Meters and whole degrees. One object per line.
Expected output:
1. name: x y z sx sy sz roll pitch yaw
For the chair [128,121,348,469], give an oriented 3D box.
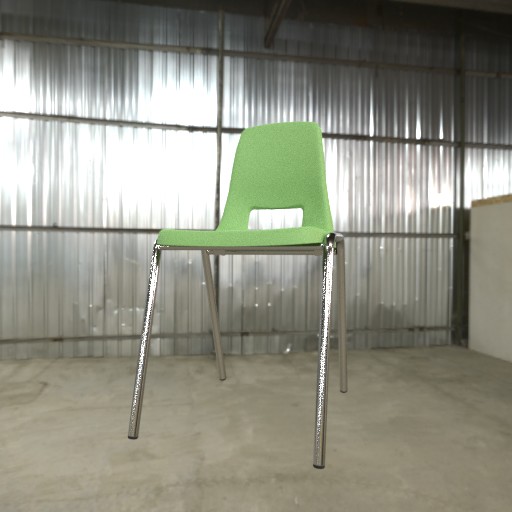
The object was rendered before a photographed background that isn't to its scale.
1. chair: 0.000 0.000 0.989 0.381 0.704 0.436 0 1 18
